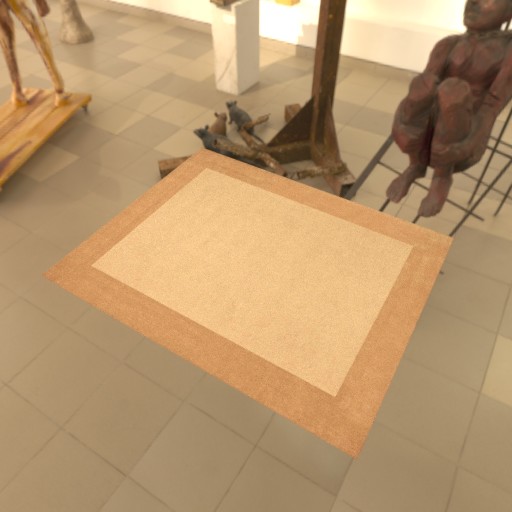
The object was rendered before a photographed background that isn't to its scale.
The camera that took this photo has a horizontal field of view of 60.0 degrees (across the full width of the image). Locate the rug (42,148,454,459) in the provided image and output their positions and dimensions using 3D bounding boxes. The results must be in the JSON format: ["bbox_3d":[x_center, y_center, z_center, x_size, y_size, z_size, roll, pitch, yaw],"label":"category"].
[{"bbox_3d":[0.000,0.000,4.166,3.048,0.014,2.438,24,51,21],"label":"rug"}]
